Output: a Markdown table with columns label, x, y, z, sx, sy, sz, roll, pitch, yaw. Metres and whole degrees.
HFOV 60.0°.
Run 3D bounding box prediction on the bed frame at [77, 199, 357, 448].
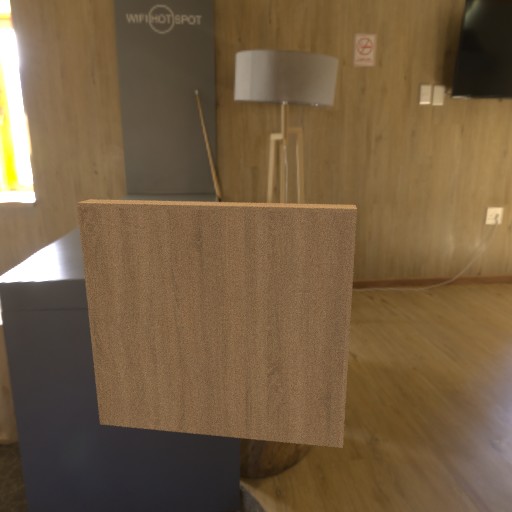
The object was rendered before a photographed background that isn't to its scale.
| label | x | y | z | sx | sy | sz | roll | pitch | yaw |
| --- | --- | --- | --- | --- | --- | --- | --- | --- | --- |
| bed frame | 0.000 | 0.000 | 2.671 | 0.990 | 0.920 | 2.140 | 2 | 15 | 8 |
